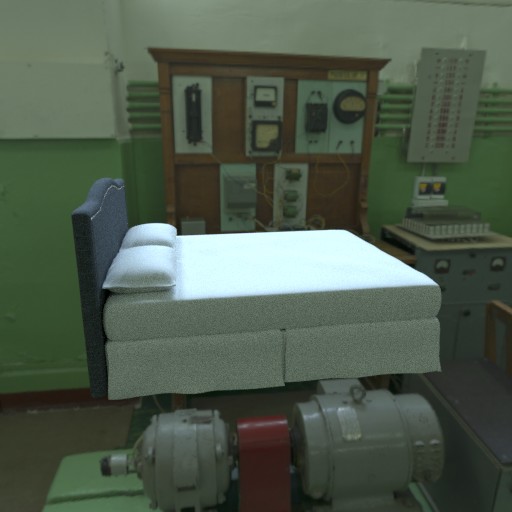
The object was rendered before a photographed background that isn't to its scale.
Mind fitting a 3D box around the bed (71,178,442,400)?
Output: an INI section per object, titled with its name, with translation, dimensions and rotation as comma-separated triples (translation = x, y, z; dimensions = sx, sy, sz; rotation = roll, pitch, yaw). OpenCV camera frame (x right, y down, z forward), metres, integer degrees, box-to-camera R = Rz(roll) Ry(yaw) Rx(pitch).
[bed]
translation = 0.000, 0.000, 4.096
dimensions = 2.689, 1.457, 2.161
rotation = -3, 16, -9
